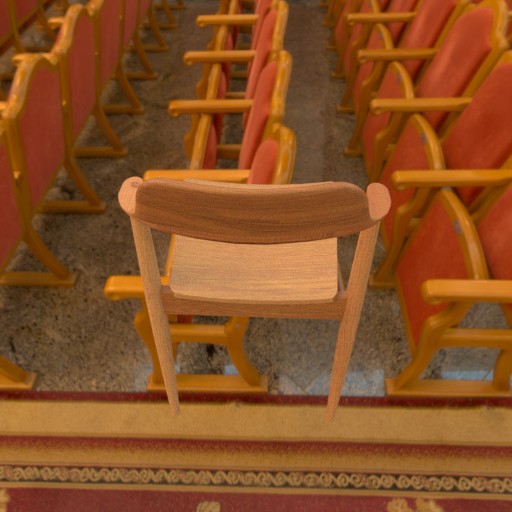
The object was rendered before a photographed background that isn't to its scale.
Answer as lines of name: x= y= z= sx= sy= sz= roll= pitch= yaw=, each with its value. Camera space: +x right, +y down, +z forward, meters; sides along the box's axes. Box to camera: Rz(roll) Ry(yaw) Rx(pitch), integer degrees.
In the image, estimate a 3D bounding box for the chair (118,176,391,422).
chair: x=0.000 y=0.000 z=1.104 sx=0.512 sy=0.792 sz=0.499 roll=2 pitch=47 yaw=2
